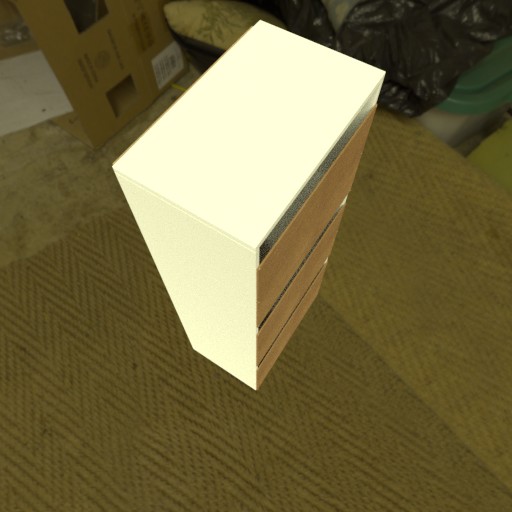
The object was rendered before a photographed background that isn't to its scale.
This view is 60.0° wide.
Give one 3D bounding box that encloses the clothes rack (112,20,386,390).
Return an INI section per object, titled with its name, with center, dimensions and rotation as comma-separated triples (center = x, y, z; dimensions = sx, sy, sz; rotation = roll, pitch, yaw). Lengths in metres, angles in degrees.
[clothes rack]
center = 0.000, 0.000, 1.392
dimensions = 0.331, 1.187, 0.500
rotation = 30, 66, 15
